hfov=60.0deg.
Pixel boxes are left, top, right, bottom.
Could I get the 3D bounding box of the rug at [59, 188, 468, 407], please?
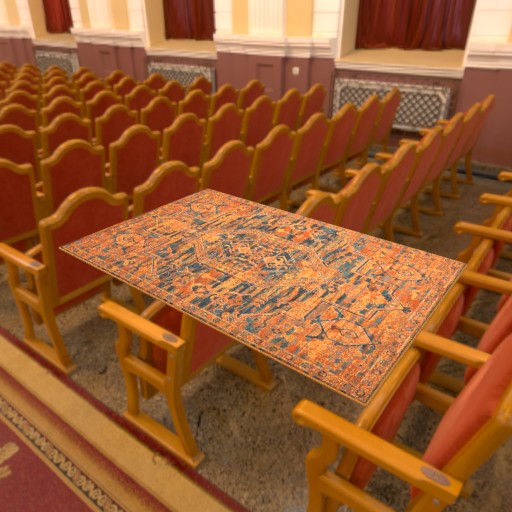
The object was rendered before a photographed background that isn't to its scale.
[{"bbox_3d":[0.000,0.000,1.107,0.863,0.008,0.557,20,35,33],"label":"rug"}]
